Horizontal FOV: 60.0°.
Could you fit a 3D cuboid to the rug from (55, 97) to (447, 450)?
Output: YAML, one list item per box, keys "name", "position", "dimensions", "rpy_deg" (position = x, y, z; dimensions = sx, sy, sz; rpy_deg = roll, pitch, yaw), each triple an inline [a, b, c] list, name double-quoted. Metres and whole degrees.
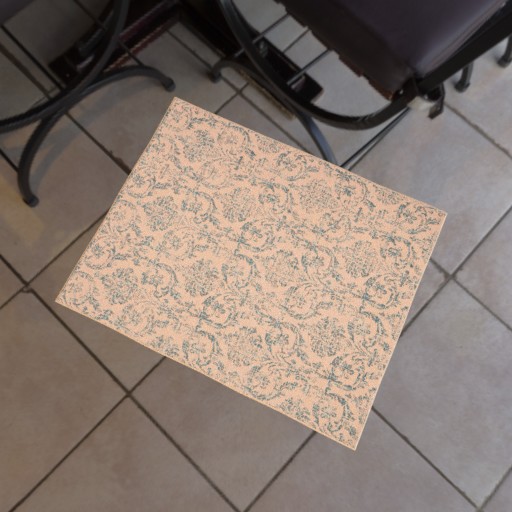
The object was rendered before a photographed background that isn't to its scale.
- name: "rug"
  position: [0.000, 0.000, 4.182]
  dimensions: [2.980, 0.012, 2.363]
  rpy_deg: [25, 77, 6]
